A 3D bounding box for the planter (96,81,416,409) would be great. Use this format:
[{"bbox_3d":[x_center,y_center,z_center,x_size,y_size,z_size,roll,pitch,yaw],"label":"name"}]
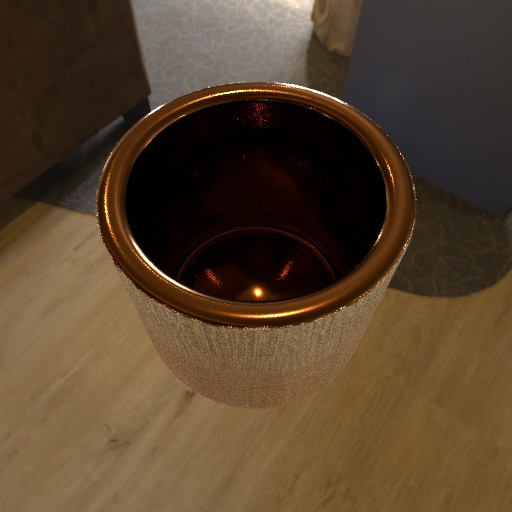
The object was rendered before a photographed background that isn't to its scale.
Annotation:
[{"bbox_3d":[0.000,0.000,0.310,0.177,0.157,0.177,0,58,0],"label":"planter"}]
